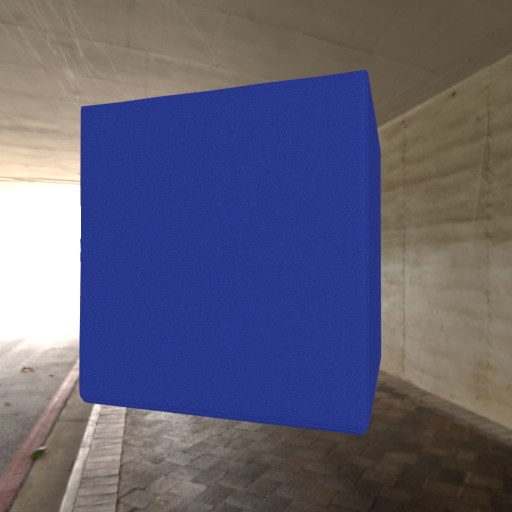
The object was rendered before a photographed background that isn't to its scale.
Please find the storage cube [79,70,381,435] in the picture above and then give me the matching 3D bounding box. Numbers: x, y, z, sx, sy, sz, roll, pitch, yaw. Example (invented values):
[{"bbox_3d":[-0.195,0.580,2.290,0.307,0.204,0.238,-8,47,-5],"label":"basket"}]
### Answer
[{"bbox_3d":[0.000,0.000,0.502,0.270,0.280,0.270,0,-1,18],"label":"storage cube"}]
